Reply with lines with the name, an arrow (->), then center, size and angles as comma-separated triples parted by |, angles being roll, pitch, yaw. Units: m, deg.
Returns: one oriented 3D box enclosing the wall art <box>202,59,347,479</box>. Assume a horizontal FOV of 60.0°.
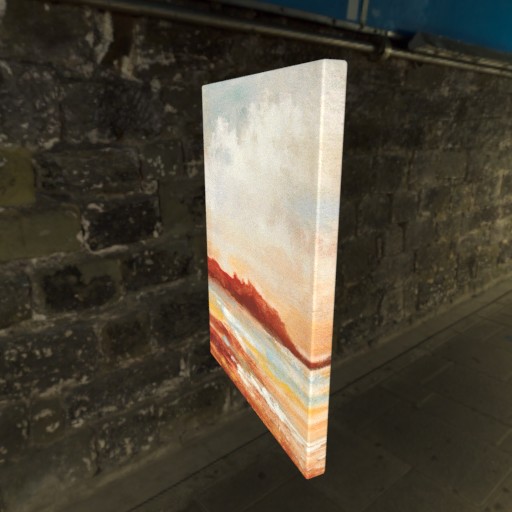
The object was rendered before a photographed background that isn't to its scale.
wall art -> 0.000, 0.000, 0.801 | 0.035, 0.605, 0.443 | -8, 19, -24
